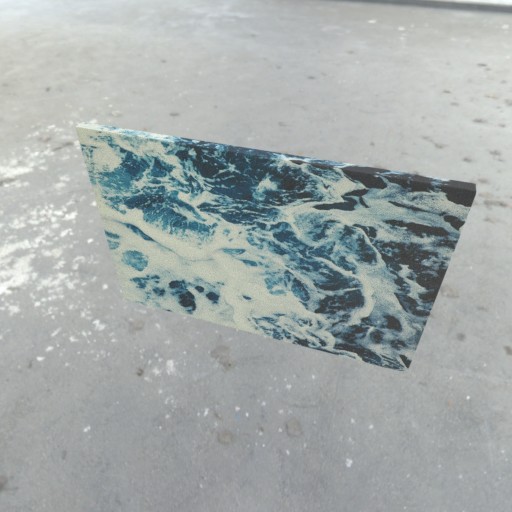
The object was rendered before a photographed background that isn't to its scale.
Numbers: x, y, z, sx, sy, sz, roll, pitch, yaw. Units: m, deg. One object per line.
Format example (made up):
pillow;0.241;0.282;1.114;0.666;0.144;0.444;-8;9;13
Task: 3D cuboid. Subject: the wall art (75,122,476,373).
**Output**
wall art;0.000;0.000;1.965;1.524;1.017;0.055;12;43;14
